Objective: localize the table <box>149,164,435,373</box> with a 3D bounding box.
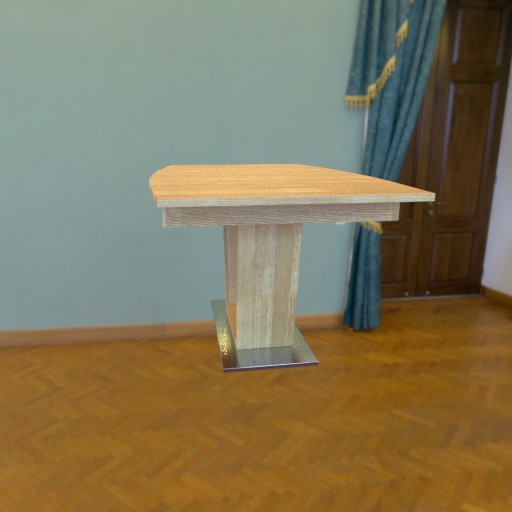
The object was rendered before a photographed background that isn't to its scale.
[{"bbox_3d":[0.000,0.000,2.053,0.900,0.748,1.598,-2,15,-9],"label":"table"}]
